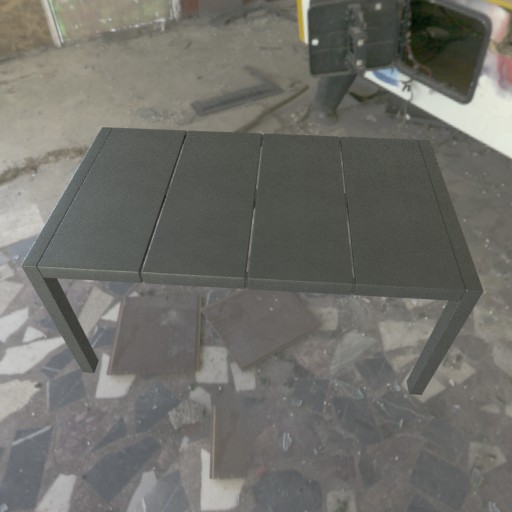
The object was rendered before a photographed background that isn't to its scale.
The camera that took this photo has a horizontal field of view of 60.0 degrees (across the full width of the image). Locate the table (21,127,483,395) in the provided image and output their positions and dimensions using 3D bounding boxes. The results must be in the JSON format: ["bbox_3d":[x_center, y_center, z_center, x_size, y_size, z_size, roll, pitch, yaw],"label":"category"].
[{"bbox_3d":[0.000,0.000,1.275,0.965,0.460,0.559,3,47,3],"label":"table"}]
